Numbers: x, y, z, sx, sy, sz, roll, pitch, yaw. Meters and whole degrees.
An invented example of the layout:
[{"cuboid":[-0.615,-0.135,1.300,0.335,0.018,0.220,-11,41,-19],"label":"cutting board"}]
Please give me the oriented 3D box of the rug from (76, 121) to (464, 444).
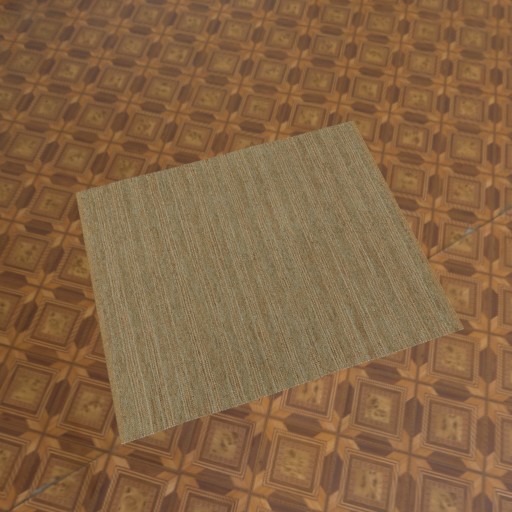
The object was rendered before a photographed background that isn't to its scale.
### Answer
[{"cuboid":[0.000,0.000,4.177,3.034,0.012,2.471,-16,66,-7],"label":"rug"}]
